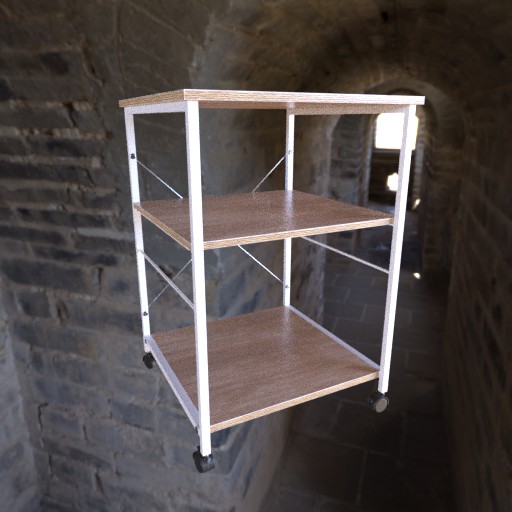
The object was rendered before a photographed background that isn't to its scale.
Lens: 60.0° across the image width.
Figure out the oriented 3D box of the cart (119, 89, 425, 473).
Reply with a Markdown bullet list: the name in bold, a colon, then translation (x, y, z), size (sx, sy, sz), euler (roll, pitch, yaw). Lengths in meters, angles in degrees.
- **cart**: translation (0.000, 0.000, 1.139), size (0.521, 0.762, 0.520), euler (-9, 19, -26)
